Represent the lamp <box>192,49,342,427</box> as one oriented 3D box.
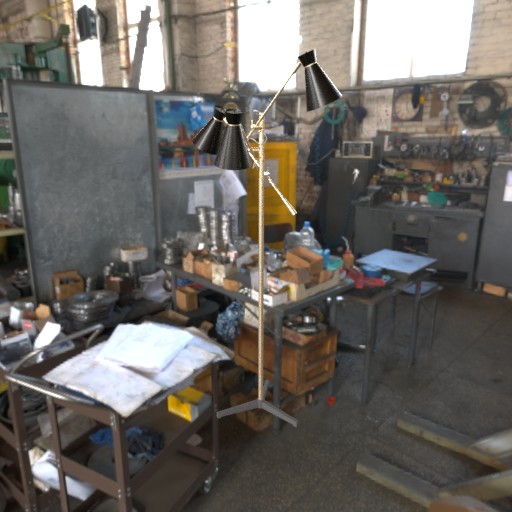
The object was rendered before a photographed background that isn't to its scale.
[{"bbox_3d":[0.000,0.000,2.160,0.750,1.804,0.653,3,16,10],"label":"lamp"}]
